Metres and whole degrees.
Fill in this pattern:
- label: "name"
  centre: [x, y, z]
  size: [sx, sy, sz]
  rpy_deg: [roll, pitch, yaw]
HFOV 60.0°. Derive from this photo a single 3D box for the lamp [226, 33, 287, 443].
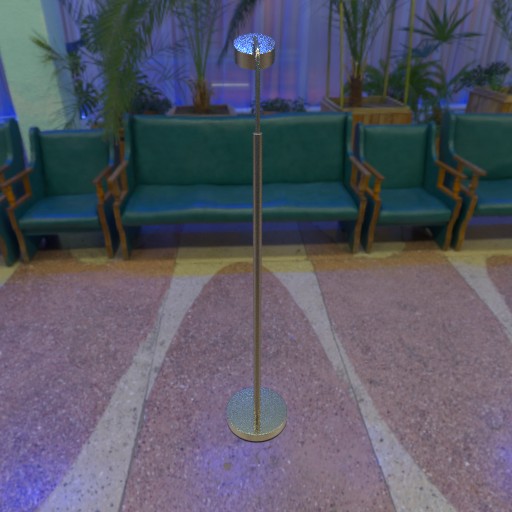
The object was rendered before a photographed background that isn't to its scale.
- label: "lamp"
  centre: [0.000, 0.000, 1.411]
  size: [0.222, 1.250, 0.421]
  rpy_deg: [-1, 30, -1]
